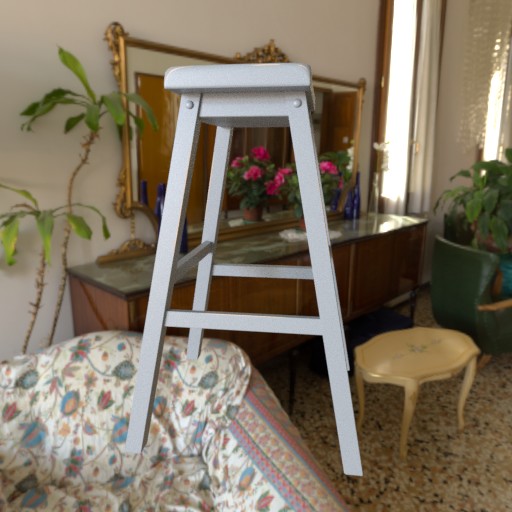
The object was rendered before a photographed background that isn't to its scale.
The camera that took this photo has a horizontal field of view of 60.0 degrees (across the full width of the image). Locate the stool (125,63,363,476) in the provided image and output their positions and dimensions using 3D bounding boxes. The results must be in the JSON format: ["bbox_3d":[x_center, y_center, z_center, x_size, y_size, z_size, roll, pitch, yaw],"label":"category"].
[{"bbox_3d":[0.000,0.000,1.010,0.476,0.737,0.457,2,13,8],"label":"stool"}]
